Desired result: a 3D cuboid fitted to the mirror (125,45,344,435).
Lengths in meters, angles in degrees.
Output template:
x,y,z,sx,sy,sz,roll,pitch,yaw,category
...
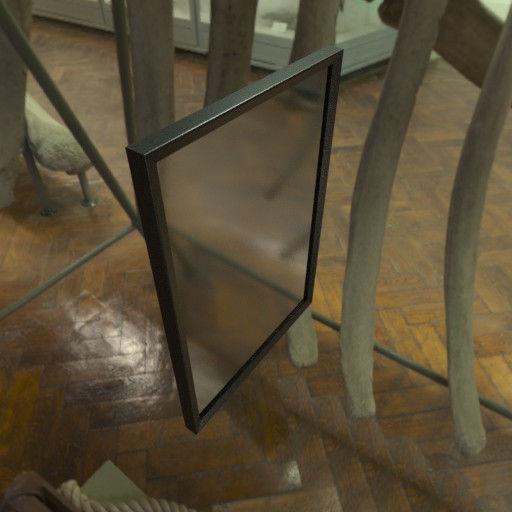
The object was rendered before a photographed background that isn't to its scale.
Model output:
x,y,z,sx,sy,sz,roll,pitch,yaw,category
0.000,0.000,0.932,0.039,0.710,0.507,26,48,26,mirror
